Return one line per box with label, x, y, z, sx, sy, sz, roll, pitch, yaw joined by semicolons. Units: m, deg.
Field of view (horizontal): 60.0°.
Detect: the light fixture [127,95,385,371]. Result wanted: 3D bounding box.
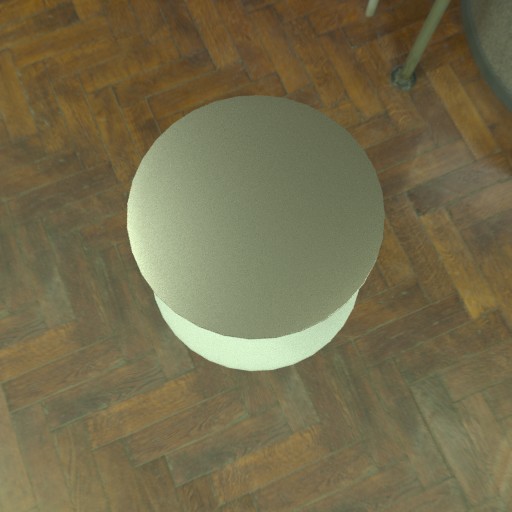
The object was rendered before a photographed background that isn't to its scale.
light fixture;0.000;0.000;0.387;0.199;0.254;0.199;0;77;0
